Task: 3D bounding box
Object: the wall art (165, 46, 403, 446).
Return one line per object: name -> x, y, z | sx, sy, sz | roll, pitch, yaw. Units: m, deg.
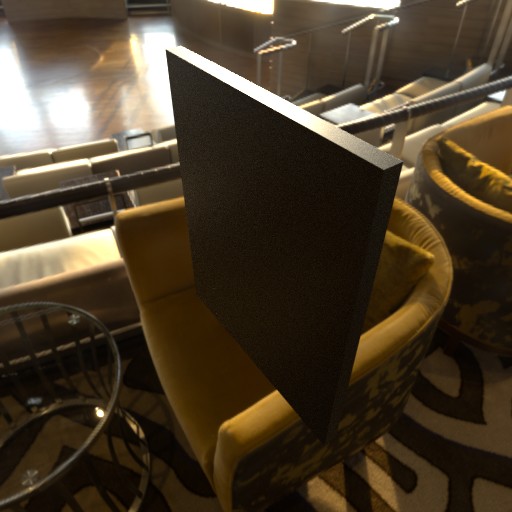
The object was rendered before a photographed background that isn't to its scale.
wall art -> 0.000, 0.000, 0.749 | 0.028, 0.557, 0.457 | -25, 47, -26
